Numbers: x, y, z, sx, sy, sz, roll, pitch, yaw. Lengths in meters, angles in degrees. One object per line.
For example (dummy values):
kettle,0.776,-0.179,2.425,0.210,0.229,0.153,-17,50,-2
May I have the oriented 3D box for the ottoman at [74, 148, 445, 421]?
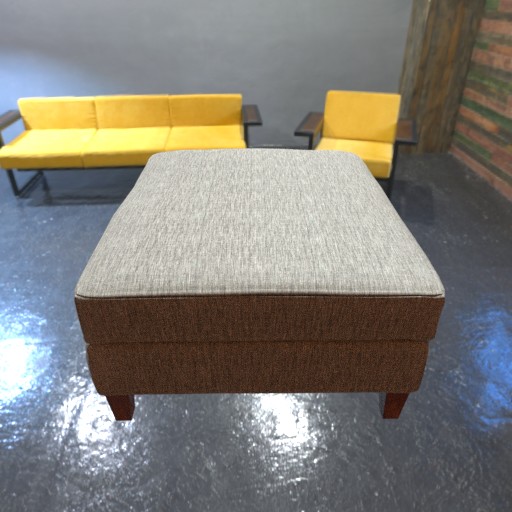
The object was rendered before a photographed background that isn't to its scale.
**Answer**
ottoman,0.000,0.000,1.463,0.839,0.492,0.994,0,31,-1
